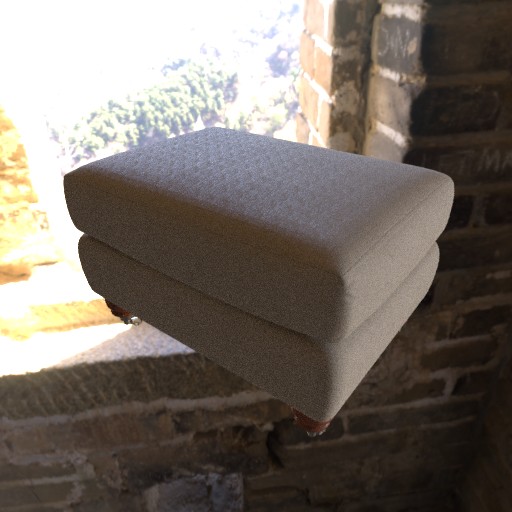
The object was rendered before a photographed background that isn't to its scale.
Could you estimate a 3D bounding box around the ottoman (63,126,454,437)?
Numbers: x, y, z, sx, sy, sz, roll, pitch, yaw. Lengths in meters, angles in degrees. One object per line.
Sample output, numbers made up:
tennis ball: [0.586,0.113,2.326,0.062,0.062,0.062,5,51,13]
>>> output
ottoman: [0.000,0.000,1.126,0.773,0.504,0.569,21,36,32]
